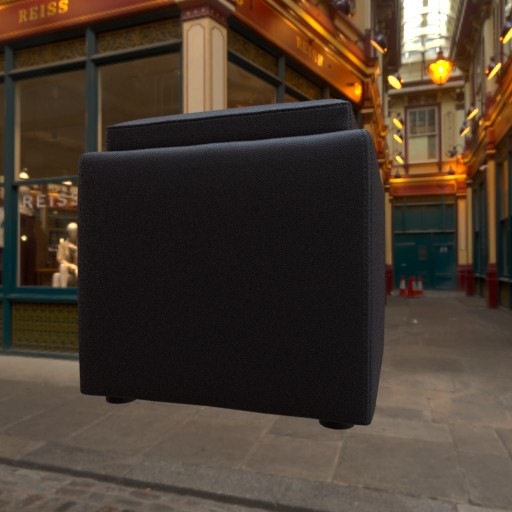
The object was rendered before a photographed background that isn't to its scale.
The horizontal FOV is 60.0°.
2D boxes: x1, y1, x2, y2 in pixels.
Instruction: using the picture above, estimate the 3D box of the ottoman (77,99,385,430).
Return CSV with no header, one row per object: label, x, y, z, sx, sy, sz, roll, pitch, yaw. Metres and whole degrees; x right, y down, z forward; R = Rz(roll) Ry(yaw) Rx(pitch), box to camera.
ottoman,0.000,0.000,0.818,0.451,0.460,0.450,0,0,18
